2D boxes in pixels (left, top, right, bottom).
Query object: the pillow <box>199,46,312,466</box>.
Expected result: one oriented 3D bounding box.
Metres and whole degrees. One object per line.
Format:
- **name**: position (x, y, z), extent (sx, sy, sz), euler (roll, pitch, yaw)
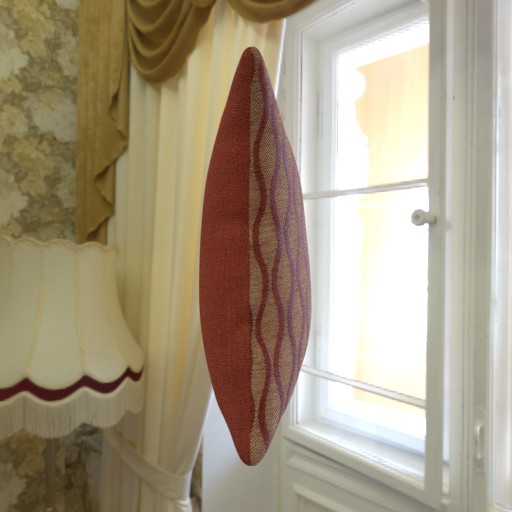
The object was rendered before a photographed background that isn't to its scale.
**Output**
- **pillow**: position (0.000, 0.000, 0.658), extent (0.159, 0.434, 0.429), euler (0, 1, -1)
